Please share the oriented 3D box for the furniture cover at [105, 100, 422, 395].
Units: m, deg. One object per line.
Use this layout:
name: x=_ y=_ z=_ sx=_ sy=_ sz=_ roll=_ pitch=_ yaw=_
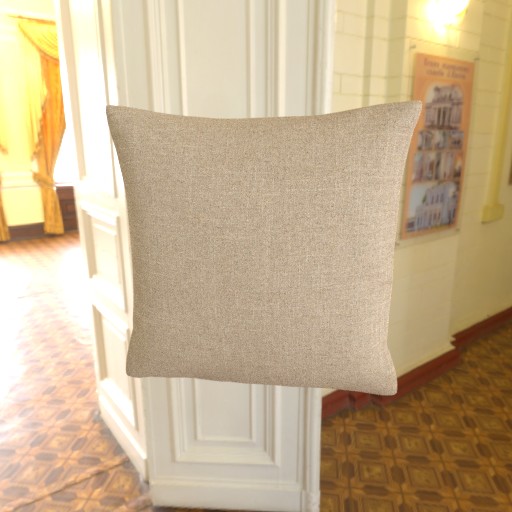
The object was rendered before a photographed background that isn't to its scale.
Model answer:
furniture cover: x=0.000 y=0.000 z=0.765 sx=0.511 sy=0.503 sz=0.162 roll=2 pitch=15 yaw=7
